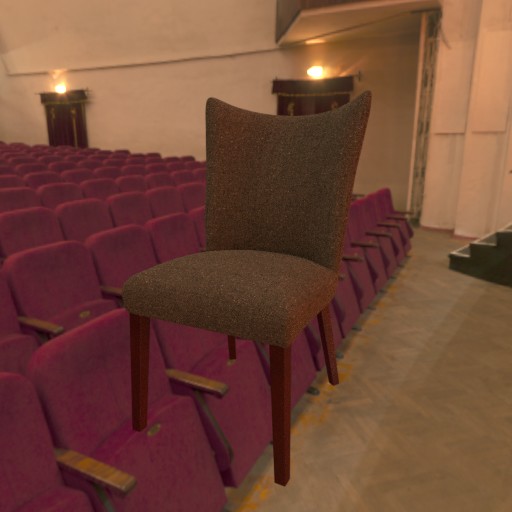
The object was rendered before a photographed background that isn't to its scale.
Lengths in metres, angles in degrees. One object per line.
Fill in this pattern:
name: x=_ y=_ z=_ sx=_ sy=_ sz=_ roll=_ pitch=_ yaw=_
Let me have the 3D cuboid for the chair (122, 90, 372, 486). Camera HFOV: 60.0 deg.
chair: x=0.000 y=0.000 z=1.293 sx=0.535 sy=0.924 sz=0.623 roll=7 pitch=16 yaw=26
